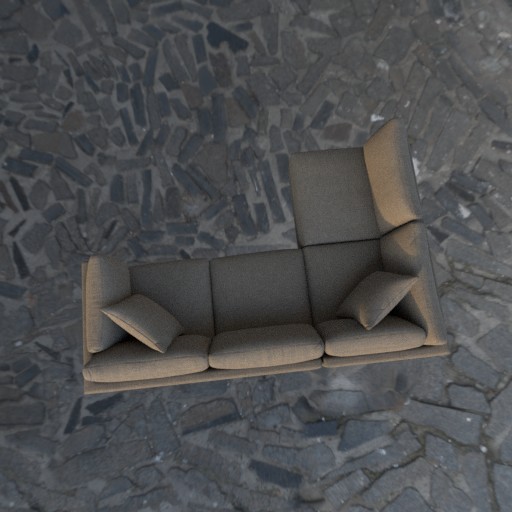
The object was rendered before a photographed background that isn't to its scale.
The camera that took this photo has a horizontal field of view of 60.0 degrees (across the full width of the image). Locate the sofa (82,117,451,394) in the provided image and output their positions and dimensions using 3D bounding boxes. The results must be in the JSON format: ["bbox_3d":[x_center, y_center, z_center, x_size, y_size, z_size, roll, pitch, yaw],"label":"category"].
[{"bbox_3d":[0.000,0.000,3.866,2.896,0.978,1.994,-6,77,-1],"label":"sofa"}]
